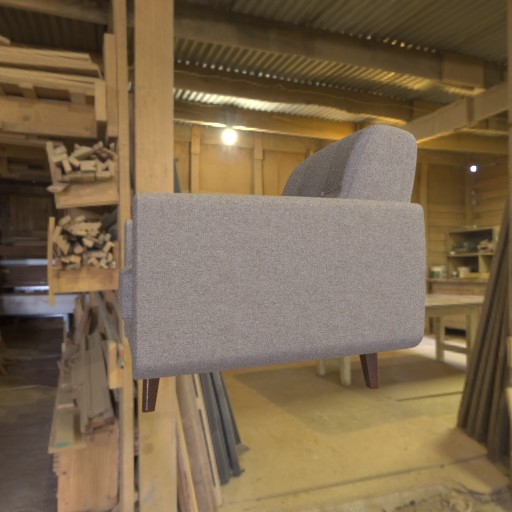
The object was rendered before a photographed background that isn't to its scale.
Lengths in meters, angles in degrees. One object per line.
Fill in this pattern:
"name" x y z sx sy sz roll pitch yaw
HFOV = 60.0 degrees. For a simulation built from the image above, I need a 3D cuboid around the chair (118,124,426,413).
"chair" 0.000 0.000 1.543 0.907 0.839 0.831 0 -1 -18
